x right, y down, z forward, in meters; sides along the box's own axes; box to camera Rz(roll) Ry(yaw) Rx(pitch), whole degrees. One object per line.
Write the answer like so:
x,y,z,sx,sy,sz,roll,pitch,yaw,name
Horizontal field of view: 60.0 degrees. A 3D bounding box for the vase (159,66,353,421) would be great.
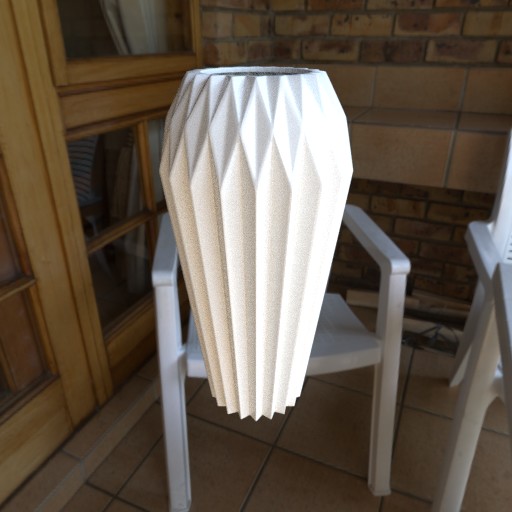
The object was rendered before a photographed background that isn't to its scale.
0.000,0.000,0.341,0.133,0.263,0.133,0,27,0,vase
